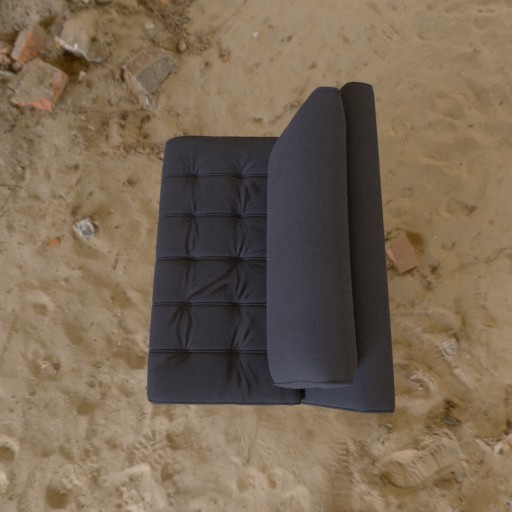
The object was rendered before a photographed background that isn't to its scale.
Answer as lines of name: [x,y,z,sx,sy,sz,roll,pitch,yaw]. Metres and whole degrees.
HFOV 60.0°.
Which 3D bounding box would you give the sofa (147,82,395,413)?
sofa: [0.000,0.000,1.877,0.910,0.910,1.220,1,75,0]
